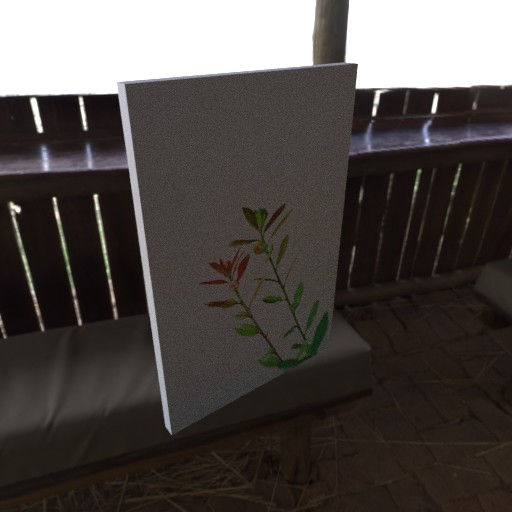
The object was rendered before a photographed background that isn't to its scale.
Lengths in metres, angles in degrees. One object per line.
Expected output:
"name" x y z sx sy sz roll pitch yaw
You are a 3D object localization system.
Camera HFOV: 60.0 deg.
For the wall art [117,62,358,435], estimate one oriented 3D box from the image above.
"wall art" 0.000 0.000 1.182 0.612 0.915 0.039 -20 34 -32
